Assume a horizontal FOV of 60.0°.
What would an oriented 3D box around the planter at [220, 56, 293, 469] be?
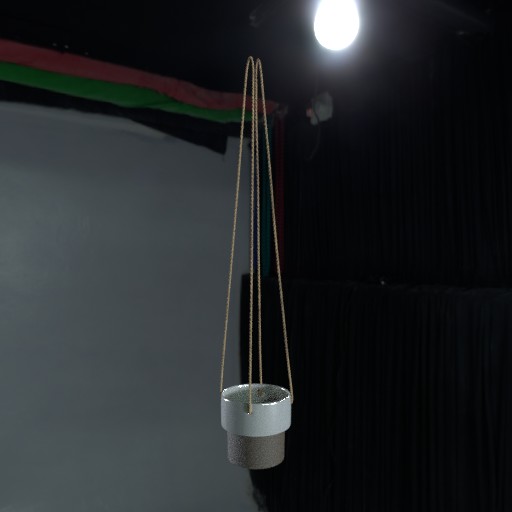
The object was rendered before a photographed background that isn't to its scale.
[{"bbox_3d":[0.000,0.000,1.194,0.187,1.073,0.187,1,-1,-36],"label":"planter"}]
